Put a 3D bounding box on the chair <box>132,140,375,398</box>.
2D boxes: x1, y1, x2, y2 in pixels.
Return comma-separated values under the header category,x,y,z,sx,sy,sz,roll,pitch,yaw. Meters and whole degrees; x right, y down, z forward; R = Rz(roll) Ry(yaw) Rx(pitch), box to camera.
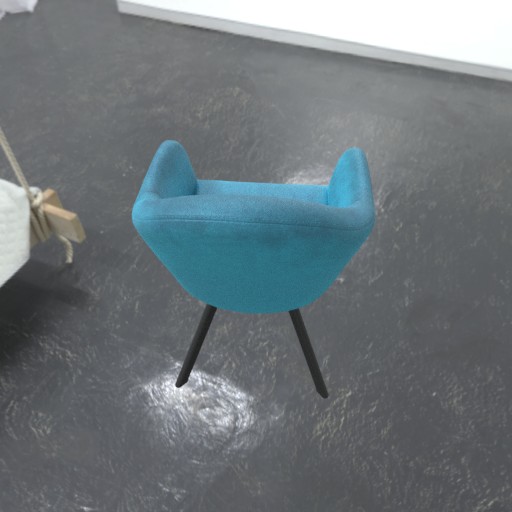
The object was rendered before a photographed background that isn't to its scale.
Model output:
category,x,y,z,sx,sy,sz,roll,pitch,yaw
chair,0.000,0.000,1.172,0.540,0.780,0.570,3,48,3
